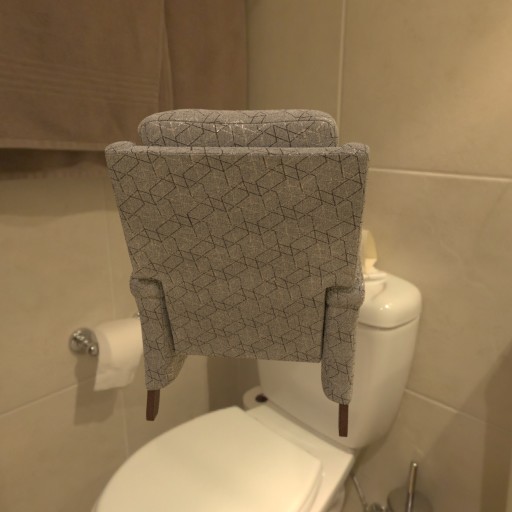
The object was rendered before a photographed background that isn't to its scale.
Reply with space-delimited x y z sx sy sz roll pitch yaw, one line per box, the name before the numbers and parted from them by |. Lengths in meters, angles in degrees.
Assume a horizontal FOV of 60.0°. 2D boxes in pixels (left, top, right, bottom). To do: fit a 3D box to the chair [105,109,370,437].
chair | 0.000 0.000 1.693 0.753 1.048 0.987 2 17 7
